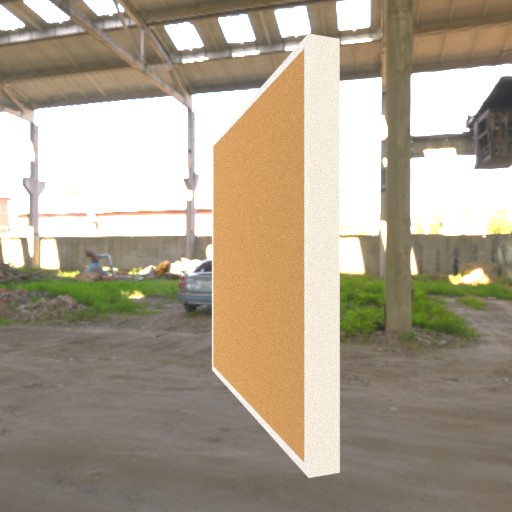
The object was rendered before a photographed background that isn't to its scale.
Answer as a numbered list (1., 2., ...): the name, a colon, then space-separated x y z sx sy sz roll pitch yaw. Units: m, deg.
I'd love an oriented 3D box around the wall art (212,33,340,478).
1. wall art: 0.000 0.000 0.452 0.024 0.304 0.304 0 0 -18
